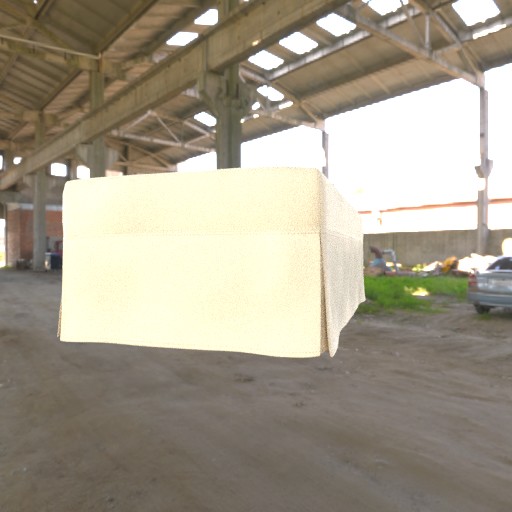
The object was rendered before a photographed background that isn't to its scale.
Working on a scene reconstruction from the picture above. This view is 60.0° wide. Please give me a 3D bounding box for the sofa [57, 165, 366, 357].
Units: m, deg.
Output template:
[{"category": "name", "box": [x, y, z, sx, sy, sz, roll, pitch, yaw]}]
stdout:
[{"category": "sofa", "box": [0.000, 0.000, 2.118, 0.939, 0.552, 1.677, 0, 0, 17]}]
